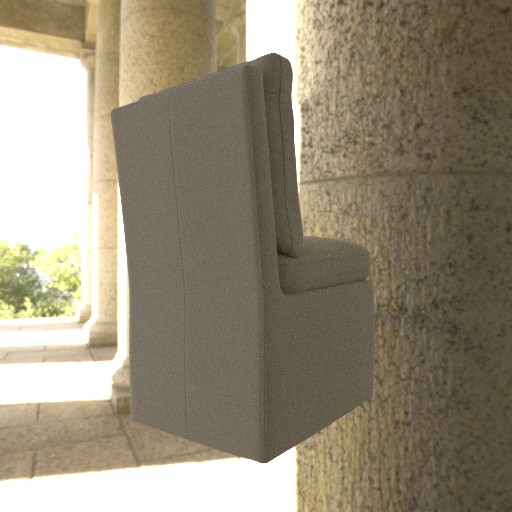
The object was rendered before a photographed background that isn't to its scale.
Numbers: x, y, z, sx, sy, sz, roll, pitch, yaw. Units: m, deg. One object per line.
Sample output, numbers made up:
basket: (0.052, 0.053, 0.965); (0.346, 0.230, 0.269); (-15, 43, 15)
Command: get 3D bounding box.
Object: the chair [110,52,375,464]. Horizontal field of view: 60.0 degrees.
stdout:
chair: (0.000, 0.000, 1.325); (0.503, 0.927, 0.698); (-1, -1, 37)
